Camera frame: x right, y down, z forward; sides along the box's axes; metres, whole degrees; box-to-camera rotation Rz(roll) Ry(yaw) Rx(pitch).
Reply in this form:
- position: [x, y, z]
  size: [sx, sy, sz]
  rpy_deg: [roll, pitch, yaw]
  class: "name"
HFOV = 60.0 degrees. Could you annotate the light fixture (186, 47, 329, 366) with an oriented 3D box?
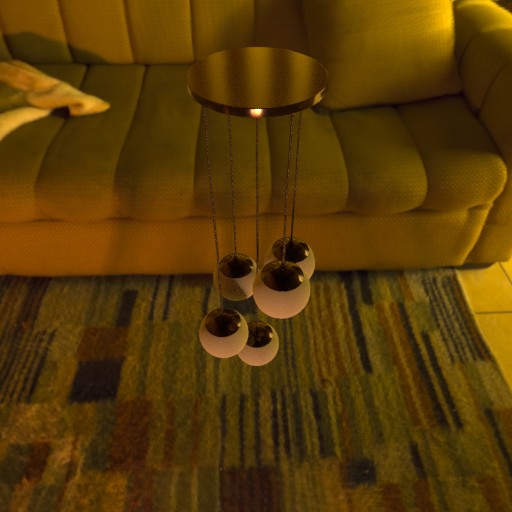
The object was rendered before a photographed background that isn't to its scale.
- position: [0.000, 0.000, 1.535]
  size: [0.484, 1.271, 0.489]
  rpy_deg: [-17, 48, -16]
  class: "light fixture"
